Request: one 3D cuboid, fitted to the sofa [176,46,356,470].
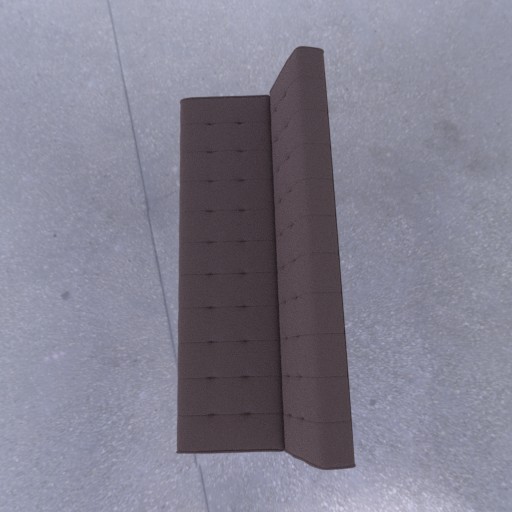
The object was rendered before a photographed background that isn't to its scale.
[{"bbox_3d":[0.000,0.000,2.061,0.747,0.699,1.703,-2,76,0],"label":"sofa"}]
